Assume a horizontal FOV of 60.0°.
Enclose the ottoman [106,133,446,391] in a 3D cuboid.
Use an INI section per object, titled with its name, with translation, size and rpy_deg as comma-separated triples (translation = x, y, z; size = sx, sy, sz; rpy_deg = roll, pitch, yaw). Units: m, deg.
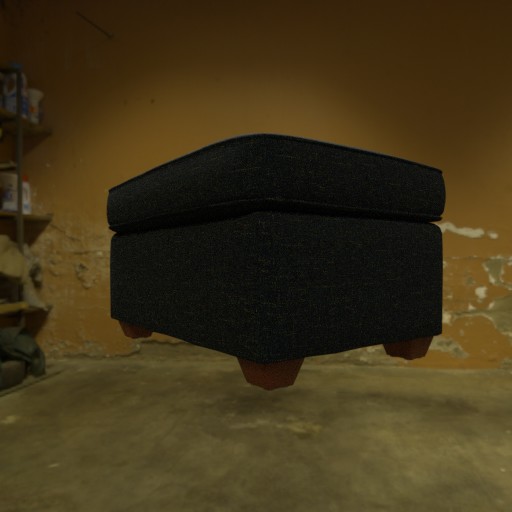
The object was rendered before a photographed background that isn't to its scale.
[ottoman]
translation = 0.000, 0.000, 1.111
size = 0.549, 0.450, 0.749
rpy_deg = 1, -1, -36
